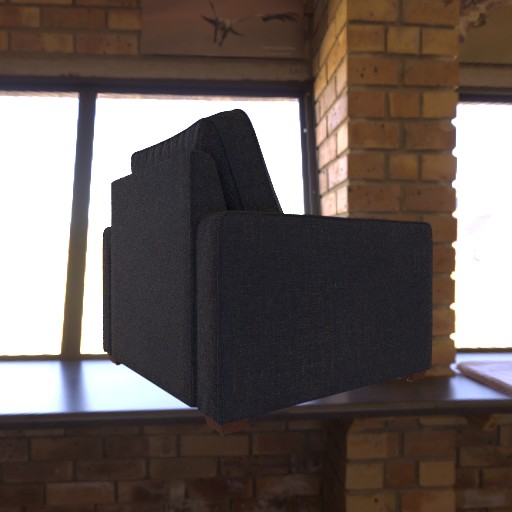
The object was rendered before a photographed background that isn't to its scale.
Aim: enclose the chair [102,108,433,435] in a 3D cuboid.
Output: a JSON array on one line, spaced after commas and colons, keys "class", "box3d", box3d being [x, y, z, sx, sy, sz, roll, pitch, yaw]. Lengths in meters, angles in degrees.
[{"class": "chair", "box3d": [0.000, 0.000, 1.775, 0.940, 0.919, 1.017, -1, 1, -35]}]
